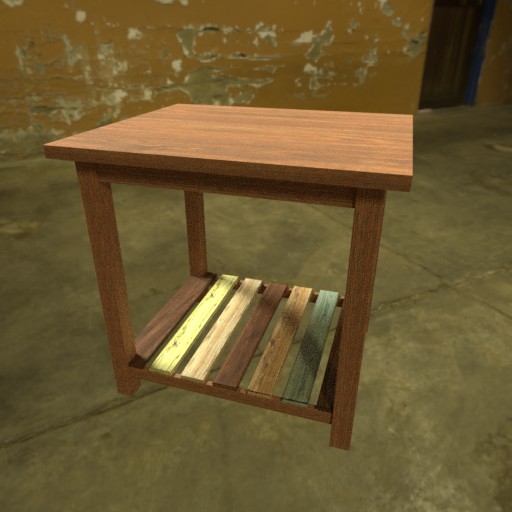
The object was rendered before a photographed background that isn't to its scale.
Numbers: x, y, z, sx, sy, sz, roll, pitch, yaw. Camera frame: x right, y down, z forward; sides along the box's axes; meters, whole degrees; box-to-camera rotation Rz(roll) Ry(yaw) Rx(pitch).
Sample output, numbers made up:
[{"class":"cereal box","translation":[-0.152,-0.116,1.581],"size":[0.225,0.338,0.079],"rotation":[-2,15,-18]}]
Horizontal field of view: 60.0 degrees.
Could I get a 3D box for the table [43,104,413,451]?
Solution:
[{"class":"table","translation":[0.000,0.000,1.122],"size":[0.660,0.635,0.559],"rotation":[8,28,16]}]
